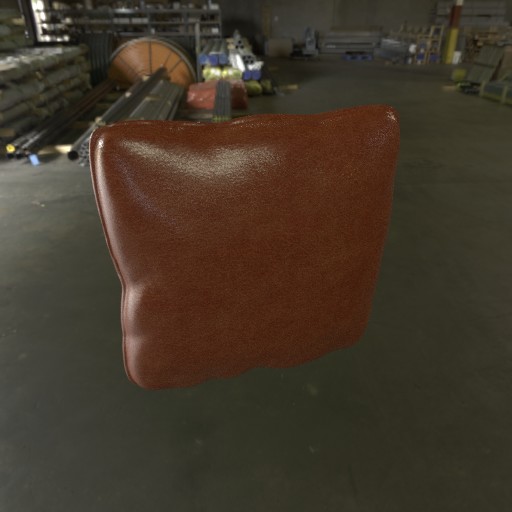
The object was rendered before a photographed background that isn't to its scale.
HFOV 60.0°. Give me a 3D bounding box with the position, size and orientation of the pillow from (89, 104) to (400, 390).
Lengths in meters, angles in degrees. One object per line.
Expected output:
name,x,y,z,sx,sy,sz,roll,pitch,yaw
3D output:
pillow,0.000,0.000,0.830,0.532,0.523,0.236,-9,30,-16
